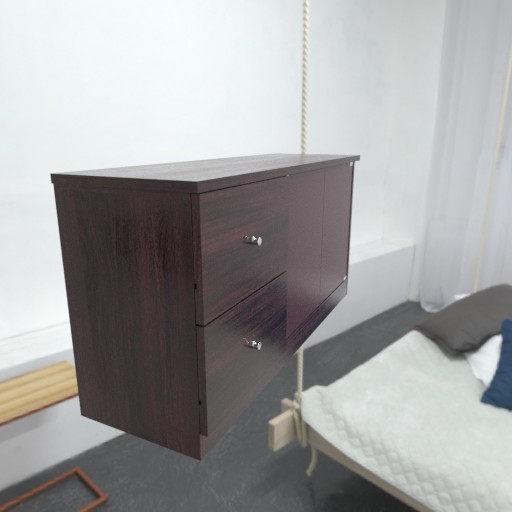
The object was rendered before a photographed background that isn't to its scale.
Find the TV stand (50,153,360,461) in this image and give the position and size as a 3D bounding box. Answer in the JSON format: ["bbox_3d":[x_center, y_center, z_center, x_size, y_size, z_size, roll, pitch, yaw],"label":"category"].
[{"bbox_3d":[0.000,0.000,1.472,0.404,0.614,1.192,8,17,26],"label":"TV stand"}]
